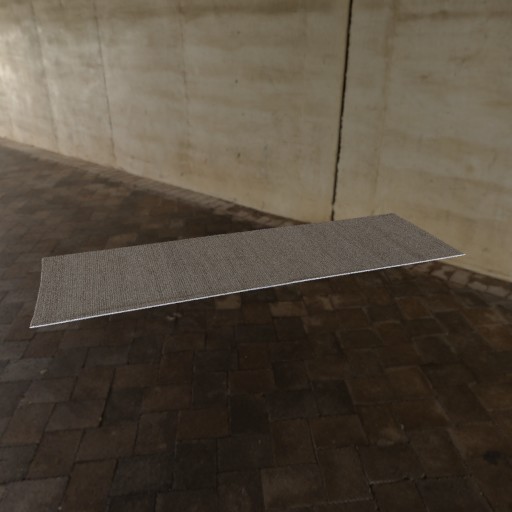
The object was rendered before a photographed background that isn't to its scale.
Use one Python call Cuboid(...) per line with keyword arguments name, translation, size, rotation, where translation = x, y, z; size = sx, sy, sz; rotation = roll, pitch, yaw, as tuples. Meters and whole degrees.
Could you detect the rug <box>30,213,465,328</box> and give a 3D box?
Cuboid(name="rug", translation=(0.000, 0.000, 2.615), size=(2.390, 0.014, 0.741), rotation=(-8, 27, -16))
